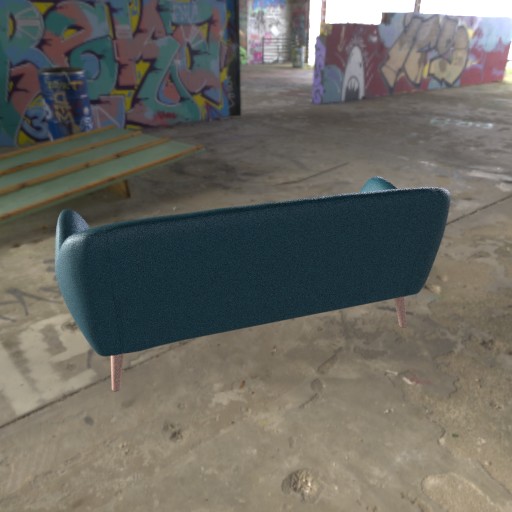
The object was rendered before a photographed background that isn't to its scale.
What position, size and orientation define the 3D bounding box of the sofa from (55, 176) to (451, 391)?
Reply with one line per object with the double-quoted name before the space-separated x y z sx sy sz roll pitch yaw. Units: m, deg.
"sofa" 0.000 0.000 2.233 1.840 0.836 0.820 -9 28 -16
